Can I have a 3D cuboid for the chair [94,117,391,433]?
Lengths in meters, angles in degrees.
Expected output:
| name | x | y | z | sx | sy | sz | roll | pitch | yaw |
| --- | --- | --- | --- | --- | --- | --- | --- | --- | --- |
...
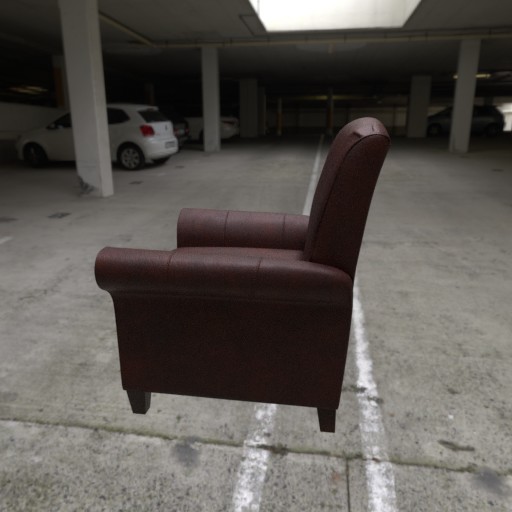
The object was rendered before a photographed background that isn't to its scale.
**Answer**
| name | x | y | z | sx | sy | sz | roll | pitch | yaw |
| --- | --- | --- | --- | --- | --- | --- | --- | --- | --- |
| chair | 0.000 | 0.000 | 1.790 | 0.902 | 1.061 | 0.978 | 2 | 15 | 8 |
